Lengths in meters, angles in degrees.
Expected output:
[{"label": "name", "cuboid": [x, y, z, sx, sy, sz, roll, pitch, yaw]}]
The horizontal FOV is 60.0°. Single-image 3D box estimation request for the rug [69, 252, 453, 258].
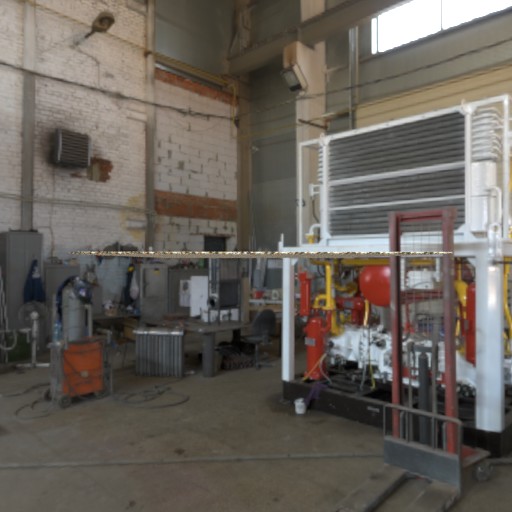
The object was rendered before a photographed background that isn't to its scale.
[{"label": "rug", "cuboid": [0.000, 0.000, 2.310, 1.247, 0.008, 1.802, 0, -1, -1]}]
